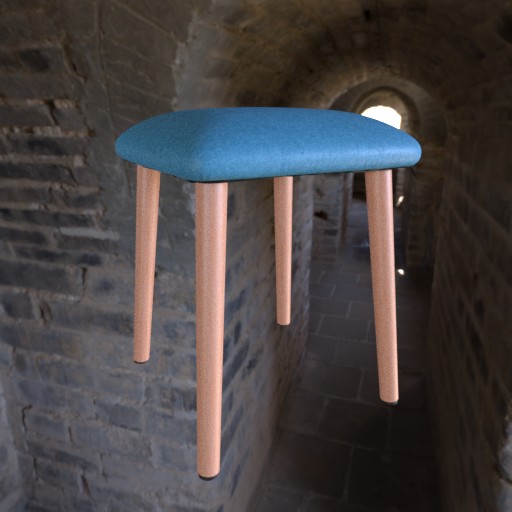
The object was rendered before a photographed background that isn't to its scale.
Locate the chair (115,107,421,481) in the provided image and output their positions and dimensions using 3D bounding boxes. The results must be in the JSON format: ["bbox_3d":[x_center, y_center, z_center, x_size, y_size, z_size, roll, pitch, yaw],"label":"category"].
[{"bbox_3d":[0.000,0.000,0.708,0.360,0.450,0.360,-9,20,-28],"label":"chair"}]
